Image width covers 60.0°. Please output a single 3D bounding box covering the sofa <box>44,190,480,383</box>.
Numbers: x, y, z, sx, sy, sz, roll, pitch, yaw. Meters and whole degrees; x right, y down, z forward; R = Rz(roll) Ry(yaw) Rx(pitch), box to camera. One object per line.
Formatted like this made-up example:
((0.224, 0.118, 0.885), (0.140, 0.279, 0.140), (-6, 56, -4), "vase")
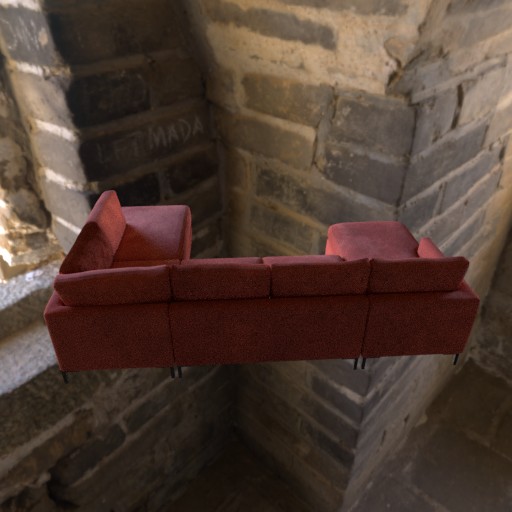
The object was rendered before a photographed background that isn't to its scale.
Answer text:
((0.000, 0.000, 3.852), (2.971, 0.858, 1.981), (-2, 31, -3), "sofa")
